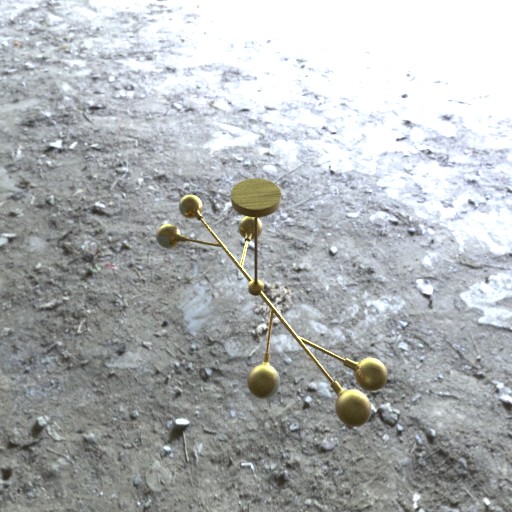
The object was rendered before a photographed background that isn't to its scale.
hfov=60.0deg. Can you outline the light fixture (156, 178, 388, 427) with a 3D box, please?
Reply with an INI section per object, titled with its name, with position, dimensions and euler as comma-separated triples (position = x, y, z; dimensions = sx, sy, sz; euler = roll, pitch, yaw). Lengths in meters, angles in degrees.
[light fixture]
position = 0.000, 0.000, 1.019
dimensions = 0.434, 0.362, 0.778
euler = -12, 47, -11
